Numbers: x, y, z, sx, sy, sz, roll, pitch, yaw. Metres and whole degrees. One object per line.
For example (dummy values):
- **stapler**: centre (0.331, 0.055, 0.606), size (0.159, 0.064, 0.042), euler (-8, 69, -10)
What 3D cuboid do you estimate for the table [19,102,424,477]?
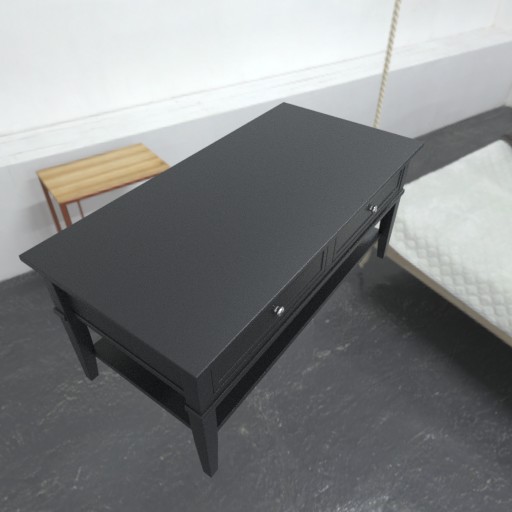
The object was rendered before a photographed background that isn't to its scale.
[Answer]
- **table**: centre (0.000, 0.000, 1.323), size (0.523, 0.470, 1.044), euler (26, 48, 26)
